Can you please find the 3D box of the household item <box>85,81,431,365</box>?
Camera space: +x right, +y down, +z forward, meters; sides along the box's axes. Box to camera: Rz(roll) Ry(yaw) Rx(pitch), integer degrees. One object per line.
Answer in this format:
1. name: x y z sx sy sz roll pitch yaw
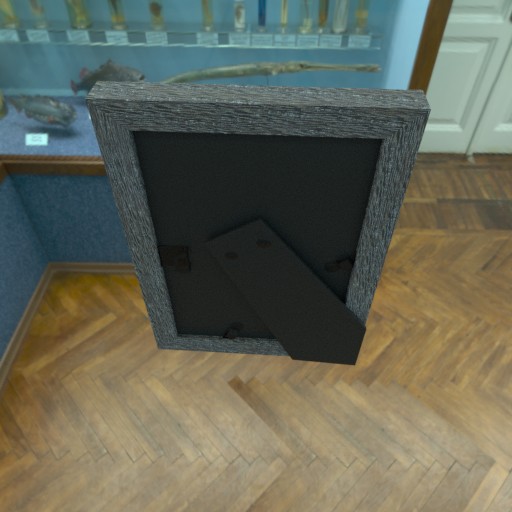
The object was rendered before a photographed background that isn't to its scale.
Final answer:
1. household item: 0.000 0.000 0.239 0.133 0.180 0.020 3 46 2
